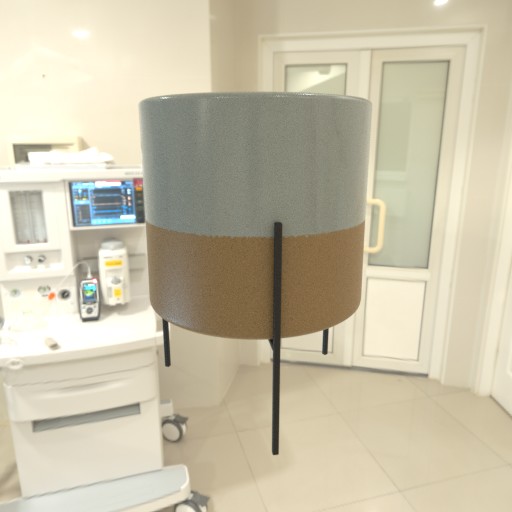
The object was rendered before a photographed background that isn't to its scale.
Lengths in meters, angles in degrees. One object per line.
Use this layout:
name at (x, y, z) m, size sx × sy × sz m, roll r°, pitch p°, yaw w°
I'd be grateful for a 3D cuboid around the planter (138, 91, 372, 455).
planter at (0.000, 0.000, 0.727) m, size 0.348 × 0.480 × 0.360 m, roll -2°, pitch 15°, yaw -9°
